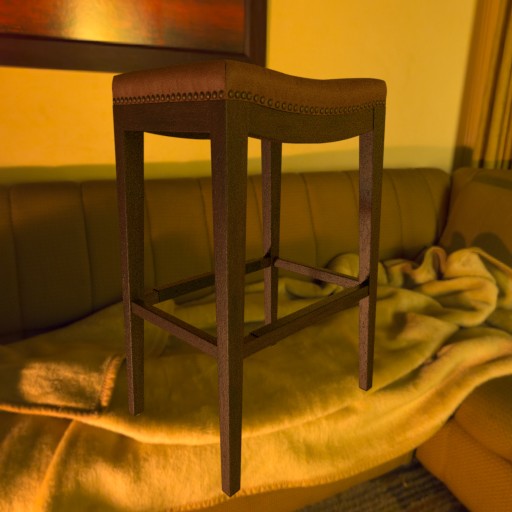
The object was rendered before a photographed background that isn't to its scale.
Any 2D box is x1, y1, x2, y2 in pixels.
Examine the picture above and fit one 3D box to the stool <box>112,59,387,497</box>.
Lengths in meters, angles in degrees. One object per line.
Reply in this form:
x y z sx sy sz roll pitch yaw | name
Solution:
0.000 0.000 1.000 0.361 0.759 0.500 16 23 42 | stool
